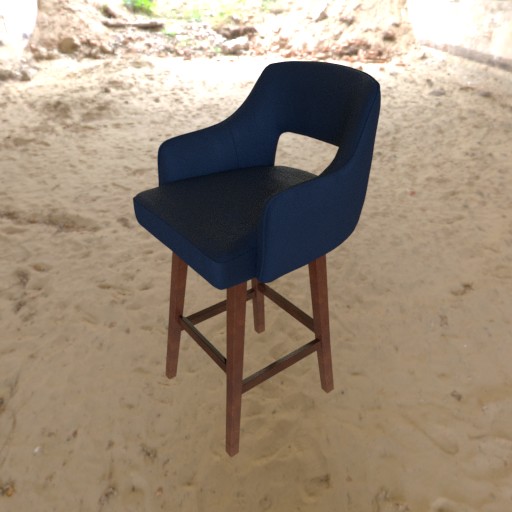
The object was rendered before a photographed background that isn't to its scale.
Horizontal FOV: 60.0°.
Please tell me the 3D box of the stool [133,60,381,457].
[{"bbox_3d":[0.000,0.000,1.348,0.560,1.041,0.550,-22,37,-31],"label":"stool"}]
